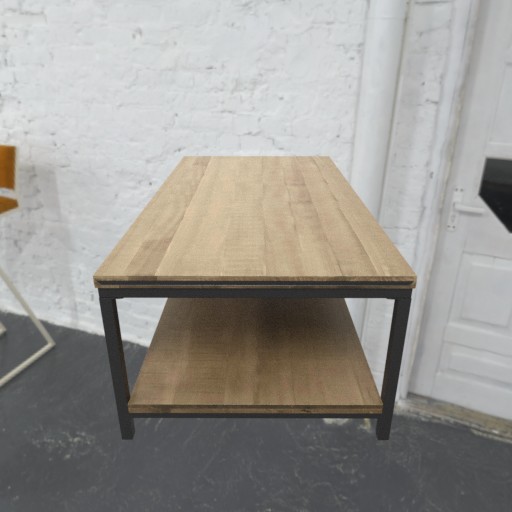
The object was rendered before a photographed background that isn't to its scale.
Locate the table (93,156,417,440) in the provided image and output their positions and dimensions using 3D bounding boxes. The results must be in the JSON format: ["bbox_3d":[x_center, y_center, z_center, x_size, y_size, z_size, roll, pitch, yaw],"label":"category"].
[{"bbox_3d":[0.000,0.000,1.348,0.574,0.393,1.062,0,24,0],"label":"table"}]
